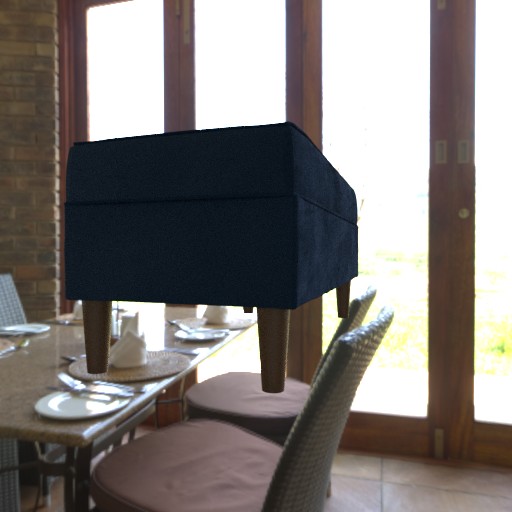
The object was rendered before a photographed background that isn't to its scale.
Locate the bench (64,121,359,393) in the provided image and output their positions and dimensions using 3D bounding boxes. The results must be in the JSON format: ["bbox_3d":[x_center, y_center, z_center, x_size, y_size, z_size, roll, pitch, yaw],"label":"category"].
[{"bbox_3d":[0.000,0.000,1.279,0.489,0.467,1.010,0,1,19],"label":"bench"}]
